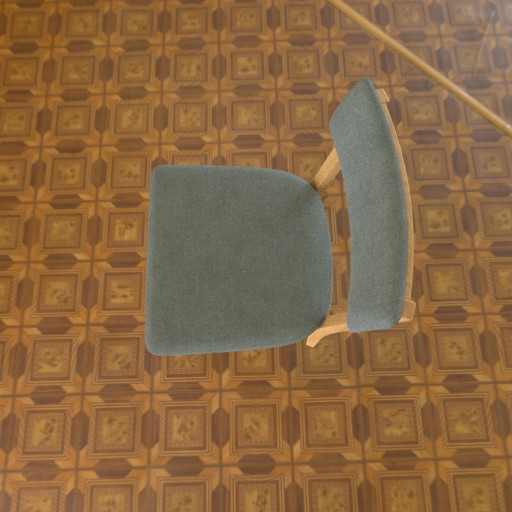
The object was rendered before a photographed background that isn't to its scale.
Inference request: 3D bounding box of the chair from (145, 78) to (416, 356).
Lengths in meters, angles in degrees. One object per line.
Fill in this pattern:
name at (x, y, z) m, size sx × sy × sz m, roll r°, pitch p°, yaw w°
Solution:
chair at (0.000, 0.000, 1.188) m, size 0.572 × 0.832 × 0.508 m, roll -2°, pitch 75°, yaw -1°
